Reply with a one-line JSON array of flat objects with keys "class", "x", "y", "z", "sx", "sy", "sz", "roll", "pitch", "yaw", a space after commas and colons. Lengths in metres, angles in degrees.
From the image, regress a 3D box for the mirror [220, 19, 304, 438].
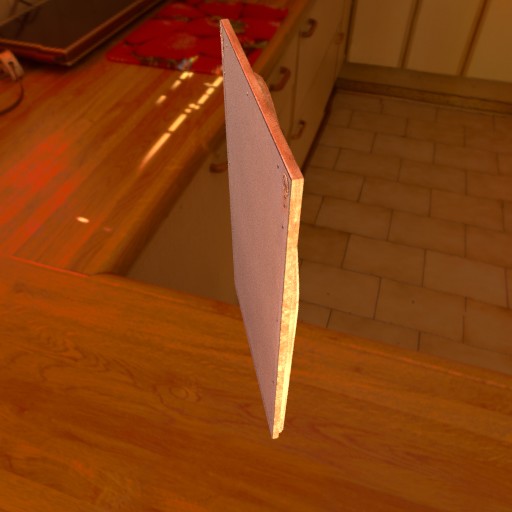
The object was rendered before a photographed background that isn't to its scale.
[{"class": "mirror", "x": 0.000, "y": 0.000, "z": 0.955, "sx": 0.058, "sy": 0.787, "sz": 0.495, "roll": -9, "pitch": 48, "yaw": -8}]
